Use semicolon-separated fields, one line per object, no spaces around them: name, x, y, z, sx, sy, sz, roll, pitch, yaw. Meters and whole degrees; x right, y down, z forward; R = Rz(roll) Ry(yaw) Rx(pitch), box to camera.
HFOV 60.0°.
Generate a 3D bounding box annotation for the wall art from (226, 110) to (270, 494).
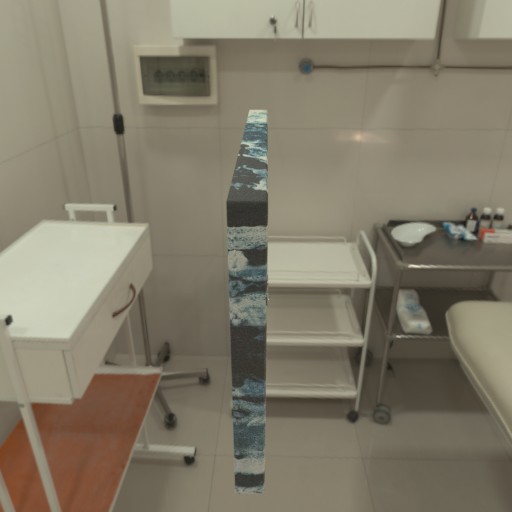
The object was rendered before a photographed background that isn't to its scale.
wall art;0.000;0.000;0.770;0.043;0.407;0.609;1;26;1
